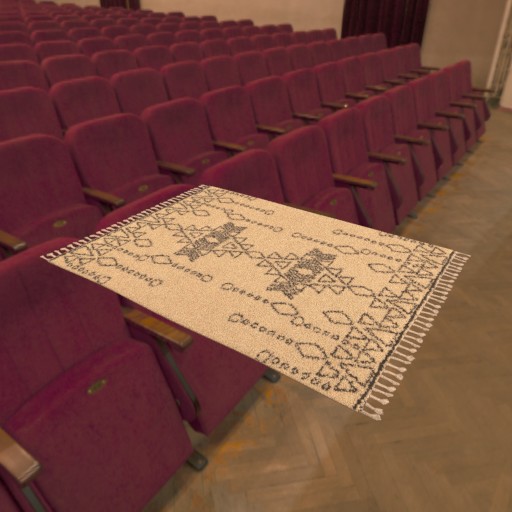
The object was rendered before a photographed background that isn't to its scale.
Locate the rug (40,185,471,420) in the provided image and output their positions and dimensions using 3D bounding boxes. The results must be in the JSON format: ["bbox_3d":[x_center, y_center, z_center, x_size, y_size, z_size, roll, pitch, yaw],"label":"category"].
[{"bbox_3d":[0.000,0.000,3.789,3.027,0.028,2.125,19,35,29],"label":"rug"}]
